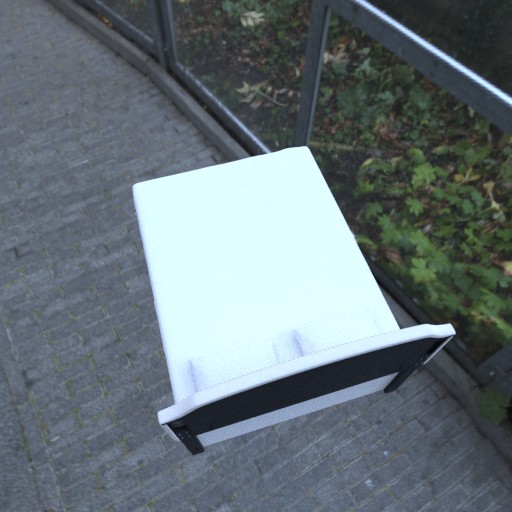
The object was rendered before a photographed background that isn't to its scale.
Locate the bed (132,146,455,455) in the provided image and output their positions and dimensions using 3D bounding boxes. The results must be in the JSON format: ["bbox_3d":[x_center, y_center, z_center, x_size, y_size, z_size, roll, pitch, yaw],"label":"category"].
[{"bbox_3d":[0.000,0.000,3.003,1.558,1.270,1.999,-14,59,-9],"label":"bed"}]
